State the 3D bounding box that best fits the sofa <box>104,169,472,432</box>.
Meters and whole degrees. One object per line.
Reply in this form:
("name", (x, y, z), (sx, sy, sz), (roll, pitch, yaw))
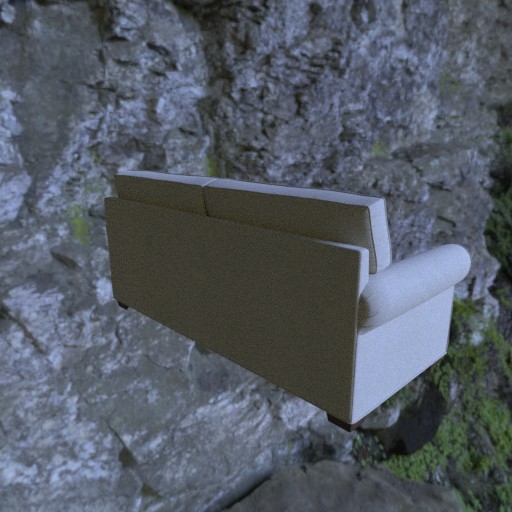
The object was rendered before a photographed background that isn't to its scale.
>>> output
("sofa", (0.000, 0.000, 2.635), (0.901, 0.962, 2.146), (-14, 21, -42))
